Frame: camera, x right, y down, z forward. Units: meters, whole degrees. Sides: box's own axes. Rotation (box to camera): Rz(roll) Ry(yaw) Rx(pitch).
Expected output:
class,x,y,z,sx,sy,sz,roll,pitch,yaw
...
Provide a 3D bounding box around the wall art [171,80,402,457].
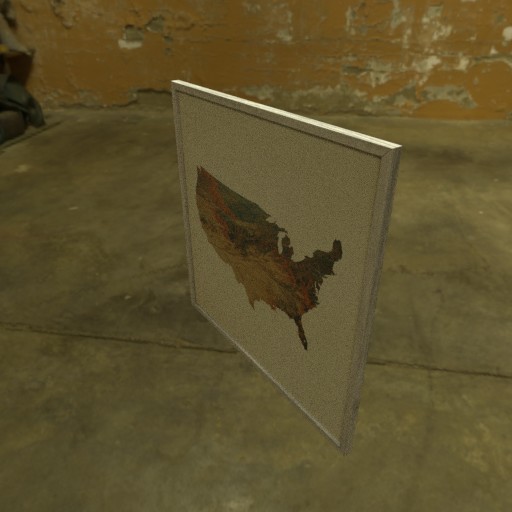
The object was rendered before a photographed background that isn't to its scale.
class,x,y,z,sx,sy,sz,roll,pitch,yaw
wall art,0.000,0.000,0.768,0.016,0.507,0.508,-20,36,-30
